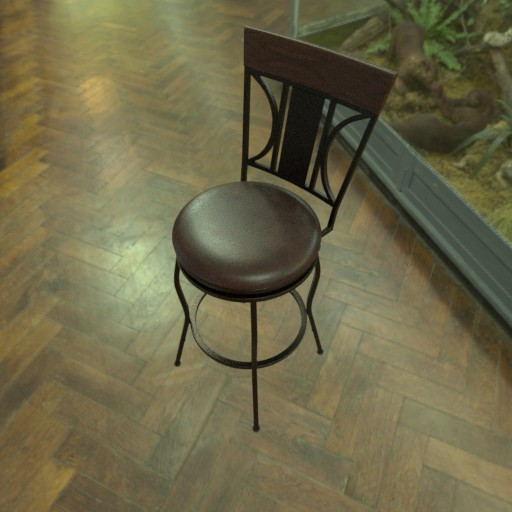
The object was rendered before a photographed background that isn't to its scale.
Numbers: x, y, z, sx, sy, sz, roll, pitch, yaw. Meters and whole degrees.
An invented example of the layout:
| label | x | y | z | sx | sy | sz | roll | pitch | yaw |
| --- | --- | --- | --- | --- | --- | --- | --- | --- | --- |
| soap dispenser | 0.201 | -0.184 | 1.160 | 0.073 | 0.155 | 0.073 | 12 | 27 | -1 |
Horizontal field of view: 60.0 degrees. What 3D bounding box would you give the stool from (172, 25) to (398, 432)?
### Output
| label | x | y | z | sx | sy | sz | roll | pitch | yaw |
| --- | --- | --- | --- | --- | --- | --- | --- | --- | --- |
| stool | 0.000 | 0.000 | 1.385 | 0.448 | 1.130 | 0.513 | 31 | 54 | 26 |
